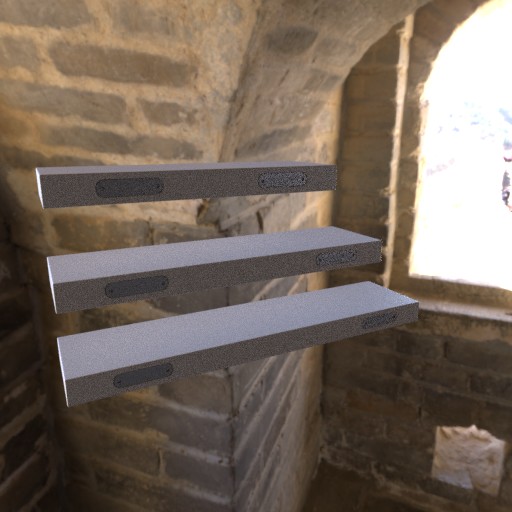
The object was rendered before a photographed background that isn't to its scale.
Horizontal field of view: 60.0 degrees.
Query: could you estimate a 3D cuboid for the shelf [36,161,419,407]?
[{"bbox_3d":[0.000,0.000,0.721,0.610,0.293,0.140,-7,17,-26],"label":"shelf"}]
